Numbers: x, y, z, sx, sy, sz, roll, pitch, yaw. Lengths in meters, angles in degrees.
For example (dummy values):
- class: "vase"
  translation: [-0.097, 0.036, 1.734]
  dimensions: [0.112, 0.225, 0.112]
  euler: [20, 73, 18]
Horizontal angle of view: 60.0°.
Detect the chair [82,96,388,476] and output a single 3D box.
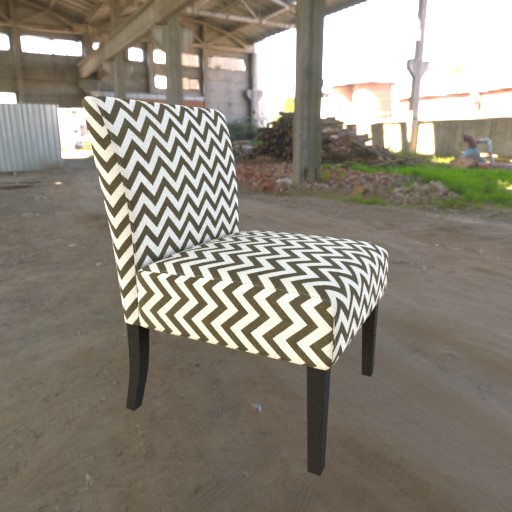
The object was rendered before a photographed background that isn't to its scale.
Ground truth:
- class: "chair"
  translation: [0.000, 0.000, 1.254]
  dimensions: [0.648, 0.838, 0.589]
  euler: [7, 16, 26]
